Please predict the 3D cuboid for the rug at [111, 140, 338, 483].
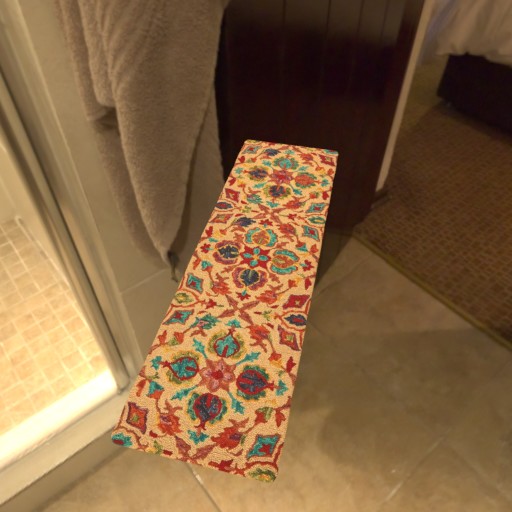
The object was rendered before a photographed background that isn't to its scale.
[{"bbox_3d":[0.000,0.000,2.487,0.693,0.016,2.273,10,48,9],"label":"rug"}]
